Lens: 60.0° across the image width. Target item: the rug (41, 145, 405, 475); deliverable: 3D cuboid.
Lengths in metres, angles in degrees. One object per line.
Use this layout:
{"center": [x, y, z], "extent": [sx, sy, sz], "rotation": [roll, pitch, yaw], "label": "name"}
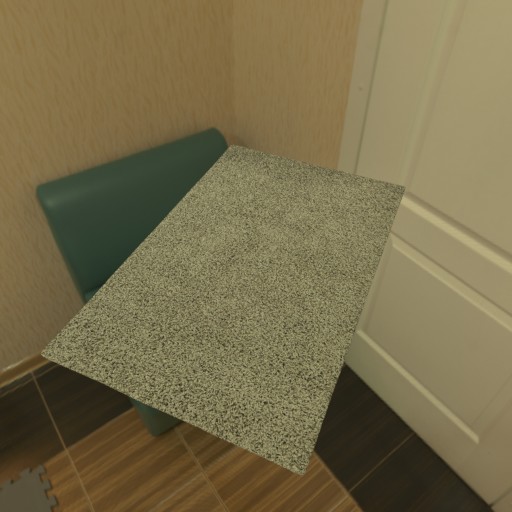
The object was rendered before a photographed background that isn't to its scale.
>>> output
{"center": [0.000, 0.000, 3.438], "extent": [1.778, 0.030, 2.743], "rotation": [18, 48, 17], "label": "rug"}
